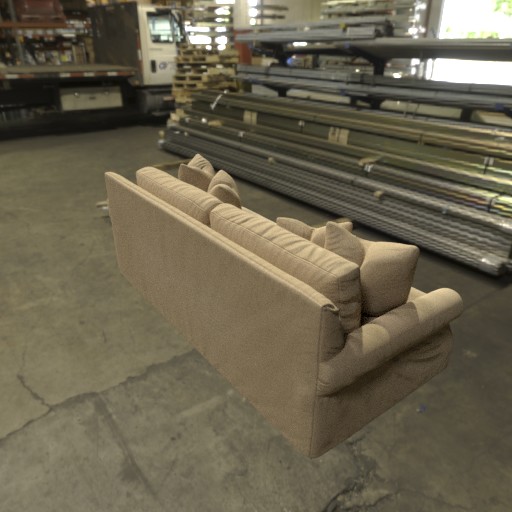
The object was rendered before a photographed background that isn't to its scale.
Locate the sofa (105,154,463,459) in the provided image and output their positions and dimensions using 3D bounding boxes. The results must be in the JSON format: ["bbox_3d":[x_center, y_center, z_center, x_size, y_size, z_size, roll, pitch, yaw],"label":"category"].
[{"bbox_3d":[0.000,0.000,2.750,1.067,0.904,2.285,-18,32,-33],"label":"sofa"}]
